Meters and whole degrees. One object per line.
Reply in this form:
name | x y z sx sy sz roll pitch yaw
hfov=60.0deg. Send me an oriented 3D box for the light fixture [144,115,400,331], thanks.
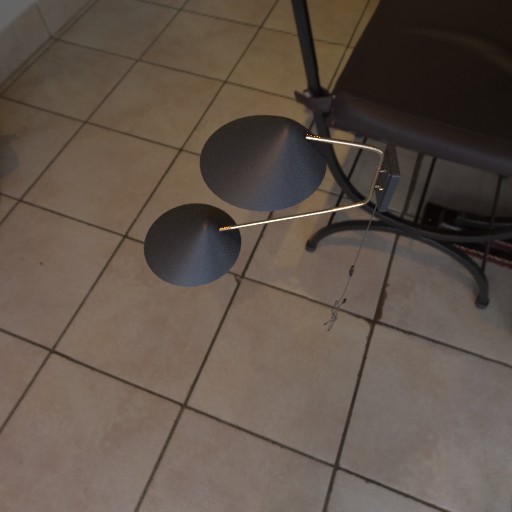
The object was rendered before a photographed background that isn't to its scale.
light fixture | 0.000 0.000 0.867 0.422 0.665 0.189 2 58 1
